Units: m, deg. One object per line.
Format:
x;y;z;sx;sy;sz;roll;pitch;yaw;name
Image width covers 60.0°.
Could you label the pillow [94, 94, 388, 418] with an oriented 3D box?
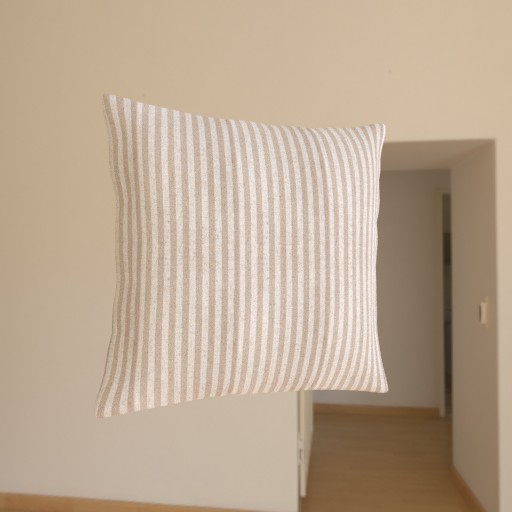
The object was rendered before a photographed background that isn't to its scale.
0.000;0.000;0.767;0.523;0.510;0.166;0;-1;-18;pillow
